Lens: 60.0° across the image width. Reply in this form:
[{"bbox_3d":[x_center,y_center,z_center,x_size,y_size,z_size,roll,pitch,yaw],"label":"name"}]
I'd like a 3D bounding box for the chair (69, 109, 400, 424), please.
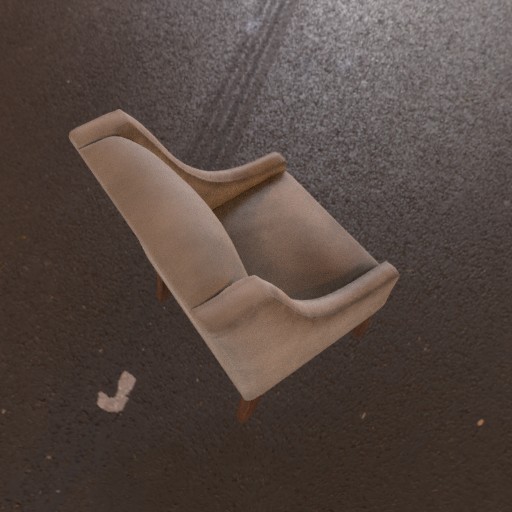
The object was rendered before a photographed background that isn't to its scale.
[{"bbox_3d":[0.000,0.000,1.341,0.629,0.895,0.629,-31,64,-18],"label":"chair"}]
